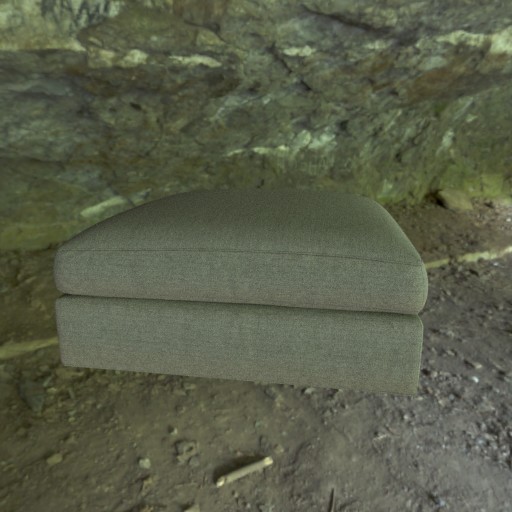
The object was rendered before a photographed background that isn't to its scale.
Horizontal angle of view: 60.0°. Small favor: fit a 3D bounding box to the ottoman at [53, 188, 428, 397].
[{"bbox_3d":[0.000,0.000,1.670,1.041,0.470,1.041,2,14,9],"label":"ottoman"}]
